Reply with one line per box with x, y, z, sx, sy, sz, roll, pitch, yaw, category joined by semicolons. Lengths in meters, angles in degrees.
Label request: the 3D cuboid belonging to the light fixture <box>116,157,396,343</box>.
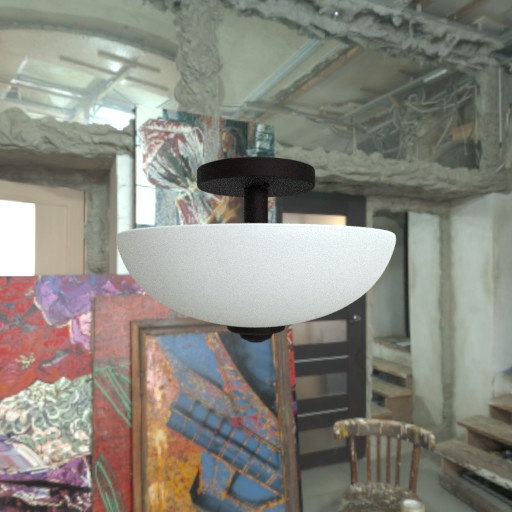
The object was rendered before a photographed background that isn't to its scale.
0.000;0.000;0.549;0.331;0.212;0.331;0;-2;0;light fixture
